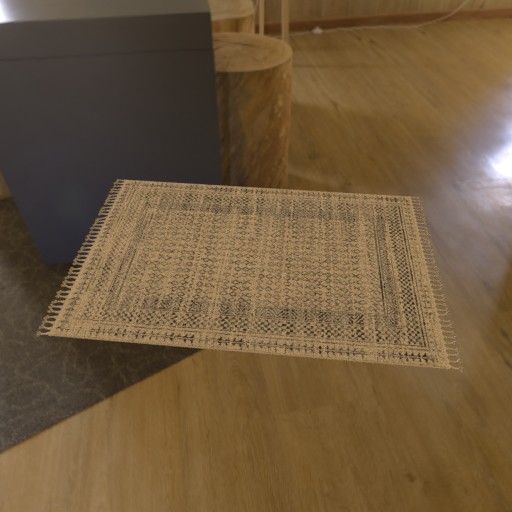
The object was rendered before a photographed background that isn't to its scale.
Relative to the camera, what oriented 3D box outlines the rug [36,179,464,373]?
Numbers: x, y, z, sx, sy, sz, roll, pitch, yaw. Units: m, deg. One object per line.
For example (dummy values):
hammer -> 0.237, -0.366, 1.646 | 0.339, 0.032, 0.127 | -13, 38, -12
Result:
rug -> 0.000, 0.000, 3.054 | 2.486, 0.013, 1.548 | 4, 46, 4
